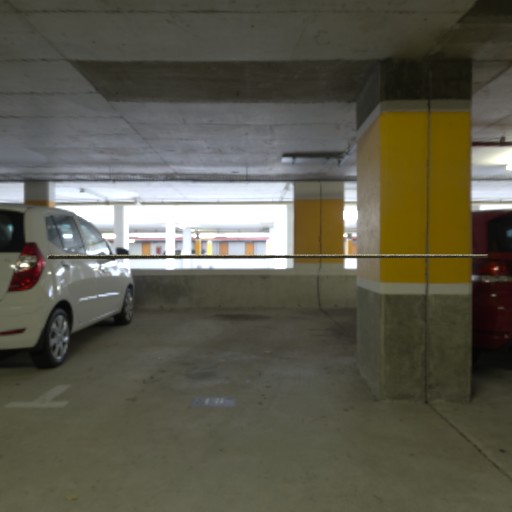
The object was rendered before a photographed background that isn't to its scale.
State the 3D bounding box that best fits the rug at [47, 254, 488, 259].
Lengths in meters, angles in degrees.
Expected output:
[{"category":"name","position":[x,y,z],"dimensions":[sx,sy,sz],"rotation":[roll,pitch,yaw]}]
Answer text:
[{"category":"rug","position":[0.000,0.000,2.307],"dimensions":[1.832,0.016,1.224],"rotation":[0,0,-18]}]
